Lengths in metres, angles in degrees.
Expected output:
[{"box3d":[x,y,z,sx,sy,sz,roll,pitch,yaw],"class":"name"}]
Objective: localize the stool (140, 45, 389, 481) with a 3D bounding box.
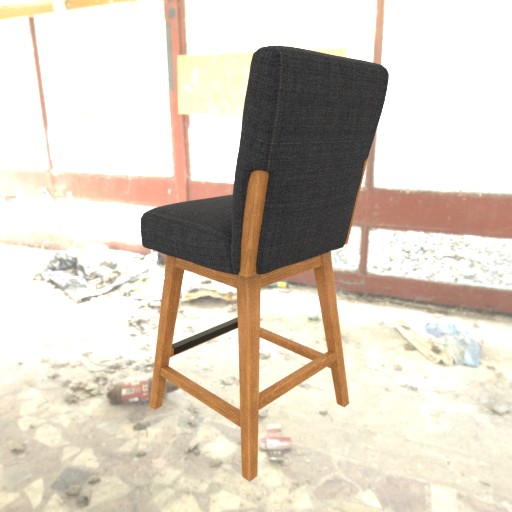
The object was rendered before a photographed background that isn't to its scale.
[{"box3d":[0.000,0.000,1.263,0.526,1.010,0.459,15,22,42],"class":"stool"}]
